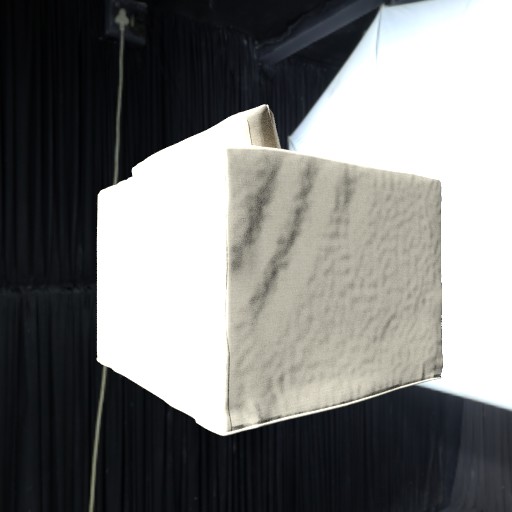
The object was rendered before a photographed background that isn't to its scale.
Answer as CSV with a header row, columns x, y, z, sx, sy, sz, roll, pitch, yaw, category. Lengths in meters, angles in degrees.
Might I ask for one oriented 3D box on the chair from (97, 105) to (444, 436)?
x,y,z,sx,sy,sz,roll,pitch,yaw,category
0.000,0.000,1.723,0.949,0.867,1.057,0,-1,-36,chair
